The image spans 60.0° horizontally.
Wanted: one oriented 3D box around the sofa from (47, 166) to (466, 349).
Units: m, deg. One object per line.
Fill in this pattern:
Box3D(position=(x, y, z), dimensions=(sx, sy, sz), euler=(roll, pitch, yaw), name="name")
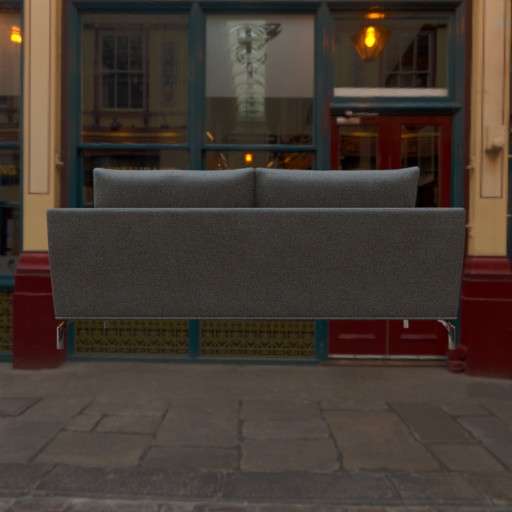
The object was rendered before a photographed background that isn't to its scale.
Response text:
Box3D(position=(0.000, 0.000, 2.742), dimensions=(2.212, 1.002, 0.869), euler=(0, 0, 0), name="sofa")
